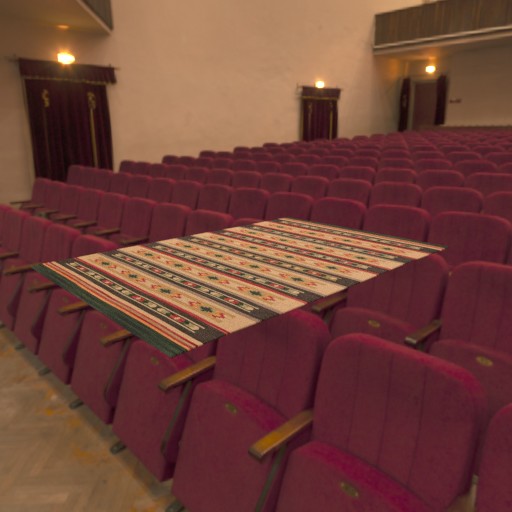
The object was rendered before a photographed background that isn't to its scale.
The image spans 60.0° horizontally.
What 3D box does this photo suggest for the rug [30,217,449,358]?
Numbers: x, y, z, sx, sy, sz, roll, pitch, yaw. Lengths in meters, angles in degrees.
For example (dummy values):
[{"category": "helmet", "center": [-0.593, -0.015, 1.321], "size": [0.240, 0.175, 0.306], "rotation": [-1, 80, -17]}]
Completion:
[{"category": "rug", "center": [0.000, 0.000, 2.293], "size": [1.825, 0.009, 1.221], "rotation": [-14, 21, -41]}]
